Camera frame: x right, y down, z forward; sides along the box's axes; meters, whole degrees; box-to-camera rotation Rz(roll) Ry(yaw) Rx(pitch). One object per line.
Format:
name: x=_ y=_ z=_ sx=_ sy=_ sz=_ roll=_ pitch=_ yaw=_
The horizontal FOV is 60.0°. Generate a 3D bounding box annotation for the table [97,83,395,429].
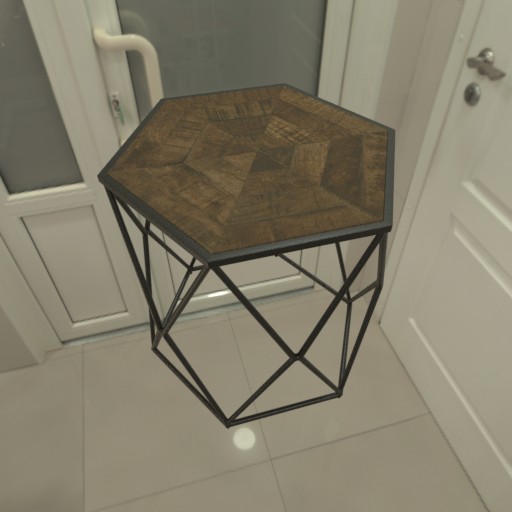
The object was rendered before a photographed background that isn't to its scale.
table: x=0.000 y=0.000 z=1.030 sx=0.578 sy=0.564 sz=0.579 roll=-11 pitch=46 yaw=-11
